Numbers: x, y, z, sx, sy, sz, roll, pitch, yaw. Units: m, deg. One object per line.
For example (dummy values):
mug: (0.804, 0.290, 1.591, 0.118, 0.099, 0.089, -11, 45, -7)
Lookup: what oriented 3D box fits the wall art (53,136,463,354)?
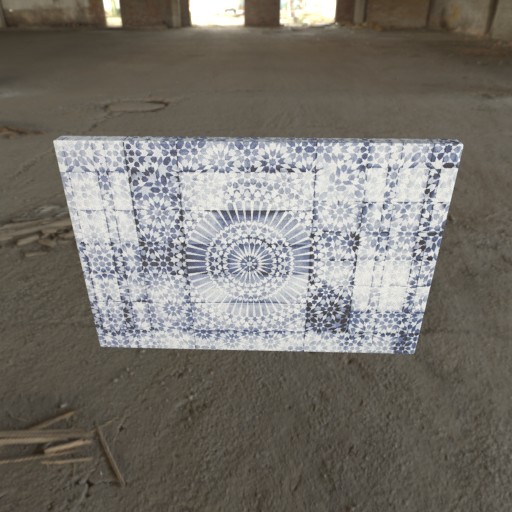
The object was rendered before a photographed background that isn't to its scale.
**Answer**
wall art: (0.000, 0.000, 0.769, 0.608, 0.406, 0.030, 1, 30, 2)
